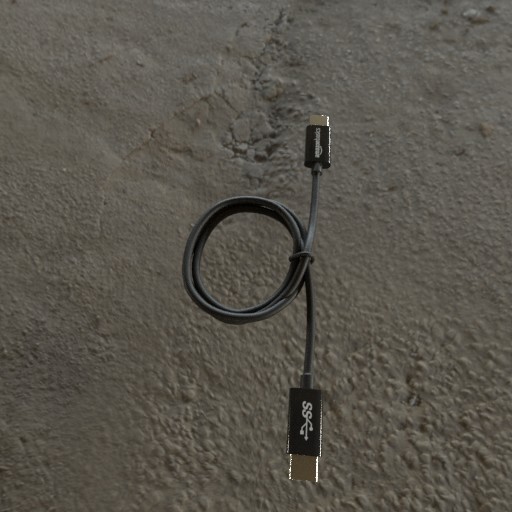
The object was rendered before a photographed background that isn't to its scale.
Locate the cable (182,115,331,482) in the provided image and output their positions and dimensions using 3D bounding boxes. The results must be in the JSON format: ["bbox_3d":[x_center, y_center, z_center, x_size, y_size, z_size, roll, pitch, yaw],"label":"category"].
[{"bbox_3d":[0.000,0.000,0.210,0.070,0.014,0.186,5,64,2],"label":"cable"}]
